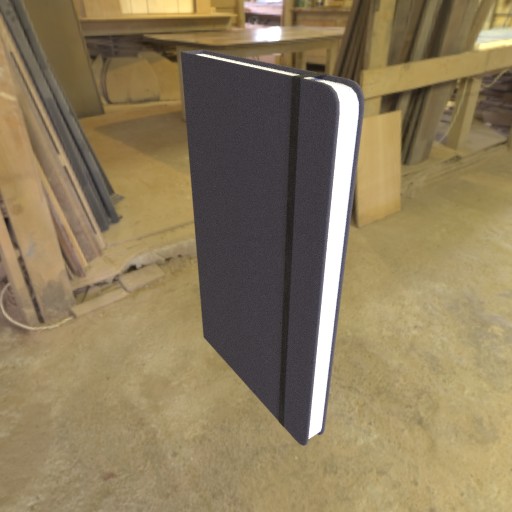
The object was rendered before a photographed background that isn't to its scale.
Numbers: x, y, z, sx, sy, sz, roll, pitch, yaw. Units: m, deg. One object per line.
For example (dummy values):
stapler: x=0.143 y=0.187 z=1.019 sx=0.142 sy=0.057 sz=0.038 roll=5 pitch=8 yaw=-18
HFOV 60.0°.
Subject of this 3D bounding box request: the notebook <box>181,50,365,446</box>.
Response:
notebook: x=0.000 y=0.000 z=0.265 sx=0.016 sy=0.213 sz=0.127 roll=-20 pitch=37 yaw=-29
